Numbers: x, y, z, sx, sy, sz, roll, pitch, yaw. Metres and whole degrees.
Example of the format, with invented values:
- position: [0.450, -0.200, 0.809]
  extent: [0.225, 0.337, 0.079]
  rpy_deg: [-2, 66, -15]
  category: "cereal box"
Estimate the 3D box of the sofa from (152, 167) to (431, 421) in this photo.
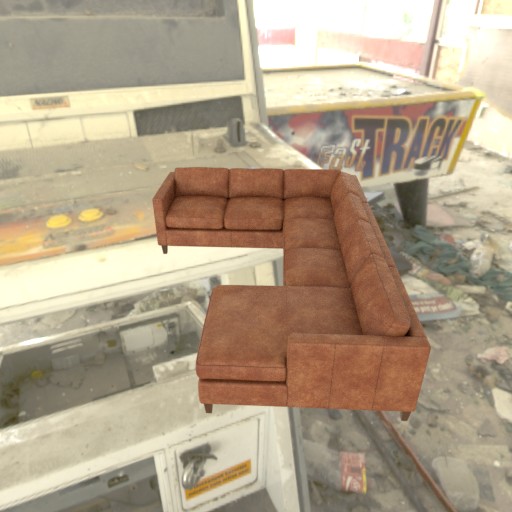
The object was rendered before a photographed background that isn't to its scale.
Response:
- position: [0.000, 0.000, 4.505]
  extent: [2.452, 0.888, 3.324]
  rpy_deg: [1, 30, 2]
  category: "sofa"
